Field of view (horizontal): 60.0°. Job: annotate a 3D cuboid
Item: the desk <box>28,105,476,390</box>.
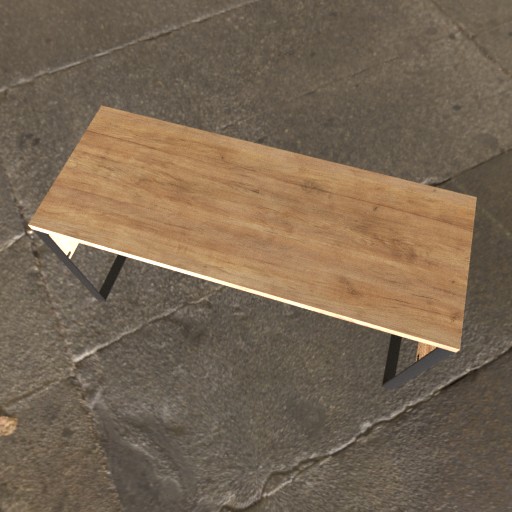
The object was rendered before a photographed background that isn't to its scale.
[{"bbox_3d":[0.000,0.000,1.952,1.520,0.760,0.600,16,65,7],"label":"desk"}]
